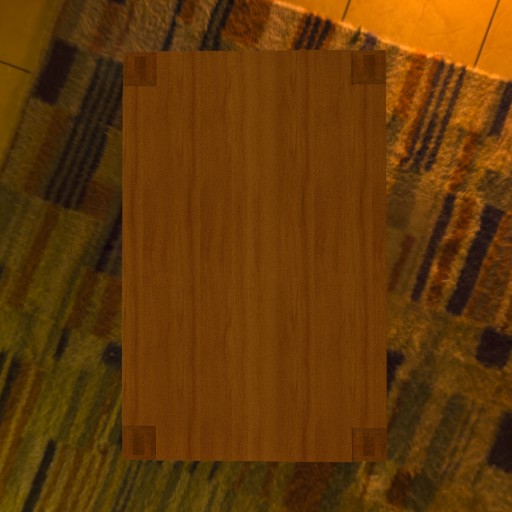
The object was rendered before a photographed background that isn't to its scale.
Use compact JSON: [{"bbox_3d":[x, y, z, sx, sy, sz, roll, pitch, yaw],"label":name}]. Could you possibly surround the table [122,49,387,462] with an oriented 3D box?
[{"bbox_3d":[0.000,0.000,1.890,0.900,0.760,1.400,0,90,1],"label":"table"}]
